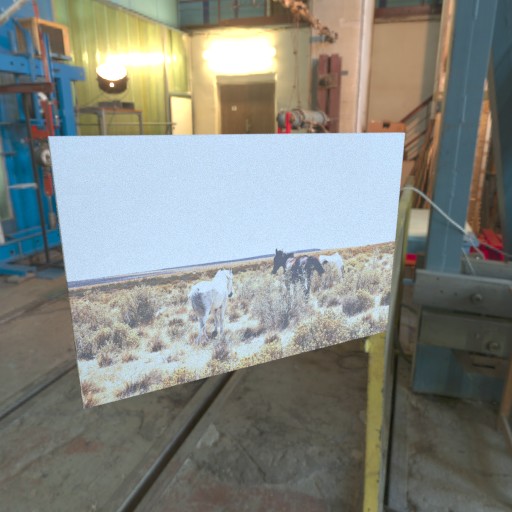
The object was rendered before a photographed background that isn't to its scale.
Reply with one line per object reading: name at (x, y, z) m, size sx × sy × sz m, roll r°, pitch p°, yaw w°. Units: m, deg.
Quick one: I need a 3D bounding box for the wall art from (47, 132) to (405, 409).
wall art at (0.000, 0.000, 1.437) m, size 1.138 × 0.761 × 0.051 m, roll -8°, pitch 18°, yaw -25°
